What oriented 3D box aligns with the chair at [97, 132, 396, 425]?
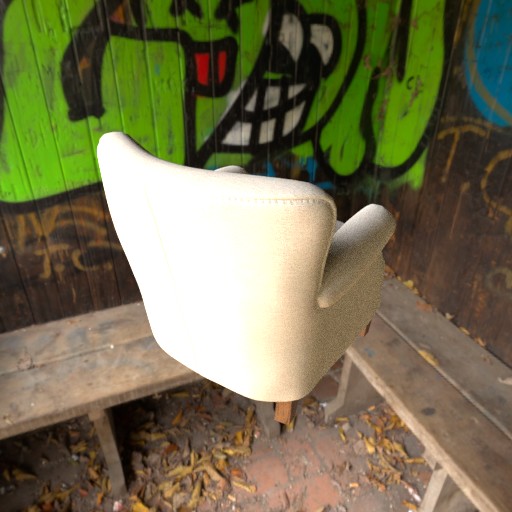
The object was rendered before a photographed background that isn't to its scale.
[{"bbox_3d":[0.000,0.000,1.660,0.861,0.936,0.921,22,37,32],"label":"chair"}]
